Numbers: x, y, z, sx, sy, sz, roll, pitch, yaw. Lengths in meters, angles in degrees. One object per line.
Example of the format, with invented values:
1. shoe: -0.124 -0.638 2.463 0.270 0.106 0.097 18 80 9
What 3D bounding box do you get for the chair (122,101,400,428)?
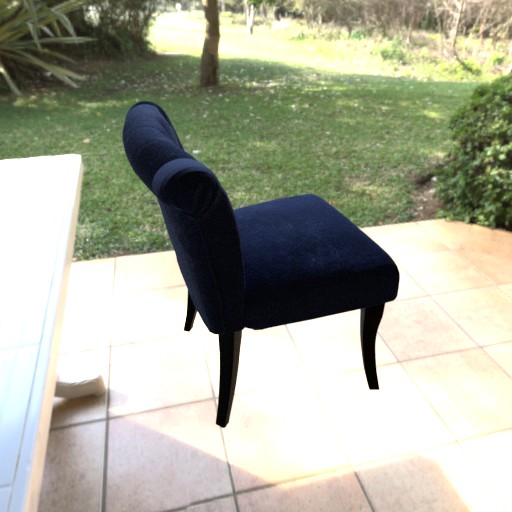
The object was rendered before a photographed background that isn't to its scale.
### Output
1. chair: 0.000 0.000 1.219 0.606 0.753 0.585 -11 33 -17
